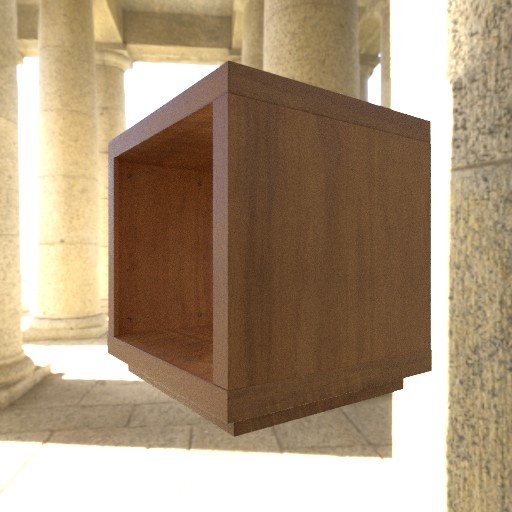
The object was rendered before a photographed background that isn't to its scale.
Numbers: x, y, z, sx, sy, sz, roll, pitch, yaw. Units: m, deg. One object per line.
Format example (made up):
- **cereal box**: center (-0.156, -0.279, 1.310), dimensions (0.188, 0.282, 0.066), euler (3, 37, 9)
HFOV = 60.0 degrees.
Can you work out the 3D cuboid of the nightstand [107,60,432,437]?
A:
- **nightstand**: center (0.000, 0.000, 0.878), dimensions (0.436, 0.491, 0.493), euler (0, 0, -35)
